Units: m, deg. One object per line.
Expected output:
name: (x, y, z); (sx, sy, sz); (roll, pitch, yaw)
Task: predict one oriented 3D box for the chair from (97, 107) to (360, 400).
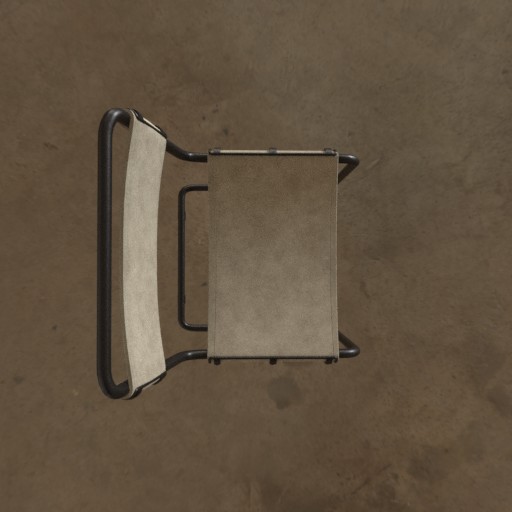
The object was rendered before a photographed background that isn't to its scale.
chair: (0.000, 0.000, 1.055); (0.497, 0.747, 0.499); (0, 89, 0)
